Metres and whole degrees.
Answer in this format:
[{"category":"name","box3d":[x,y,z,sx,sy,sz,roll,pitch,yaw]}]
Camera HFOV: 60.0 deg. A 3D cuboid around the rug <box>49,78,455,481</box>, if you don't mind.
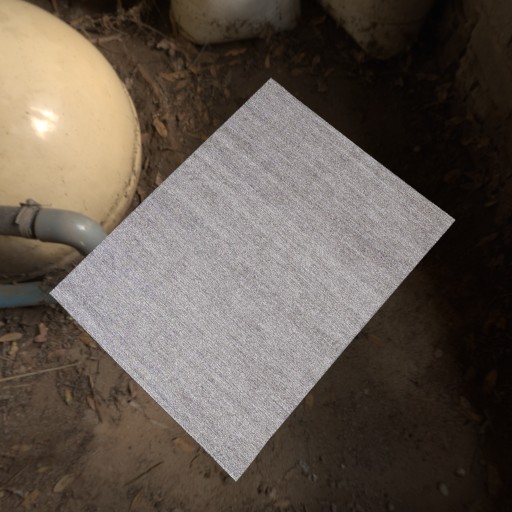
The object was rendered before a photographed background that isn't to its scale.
[{"category":"rug","box3d":[0.000,0.000,4.296,2.434,0.045,3.202,41,79,10]}]
